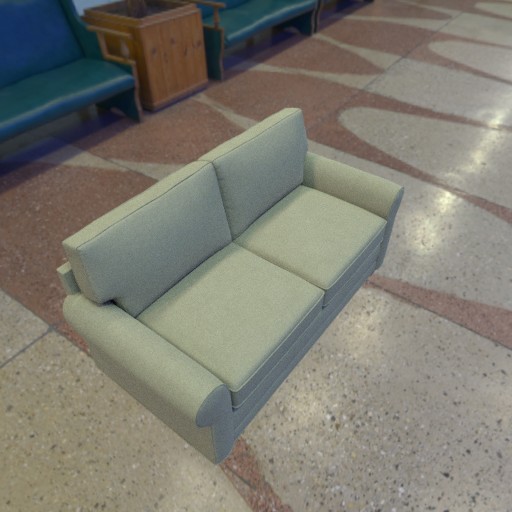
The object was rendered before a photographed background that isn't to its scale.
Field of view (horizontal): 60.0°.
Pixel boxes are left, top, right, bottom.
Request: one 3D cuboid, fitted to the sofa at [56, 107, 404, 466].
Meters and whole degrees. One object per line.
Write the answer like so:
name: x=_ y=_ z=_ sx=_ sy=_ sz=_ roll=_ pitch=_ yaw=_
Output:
sofa: x=0.000 y=0.000 z=2.300 sx=0.861 sy=0.933 sz=1.774 roll=27 pitch=49 yaw=27
